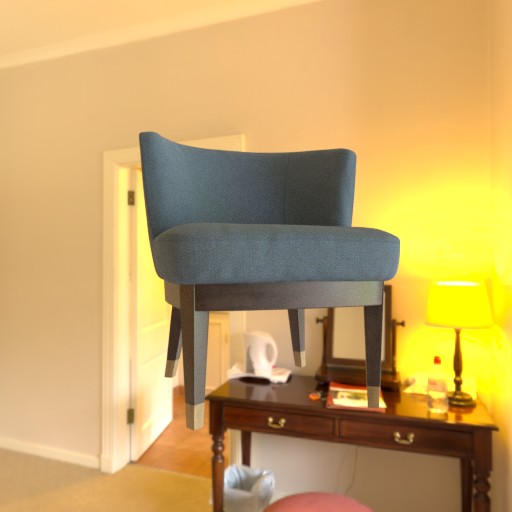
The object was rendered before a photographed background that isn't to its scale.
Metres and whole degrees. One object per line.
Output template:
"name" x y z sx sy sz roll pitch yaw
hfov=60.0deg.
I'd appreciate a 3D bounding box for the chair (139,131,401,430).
"chair" 0.000 0.000 1.291 0.661 0.760 0.702 0 -1 -18
